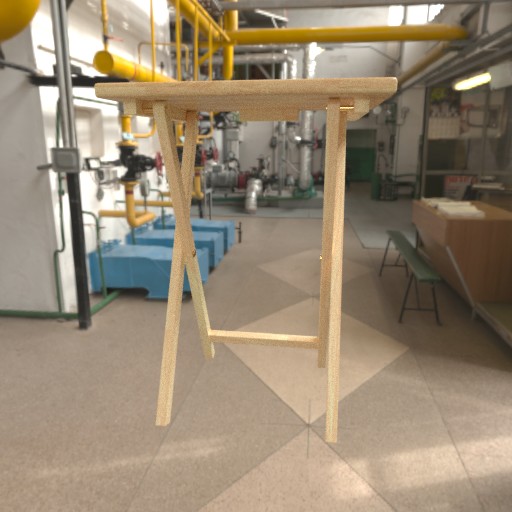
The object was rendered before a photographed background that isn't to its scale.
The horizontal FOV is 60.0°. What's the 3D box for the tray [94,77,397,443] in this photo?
[{"bbox_3d":[0.000,0.000,0.951,0.483,0.660,0.381,2,15,8],"label":"tray"}]
